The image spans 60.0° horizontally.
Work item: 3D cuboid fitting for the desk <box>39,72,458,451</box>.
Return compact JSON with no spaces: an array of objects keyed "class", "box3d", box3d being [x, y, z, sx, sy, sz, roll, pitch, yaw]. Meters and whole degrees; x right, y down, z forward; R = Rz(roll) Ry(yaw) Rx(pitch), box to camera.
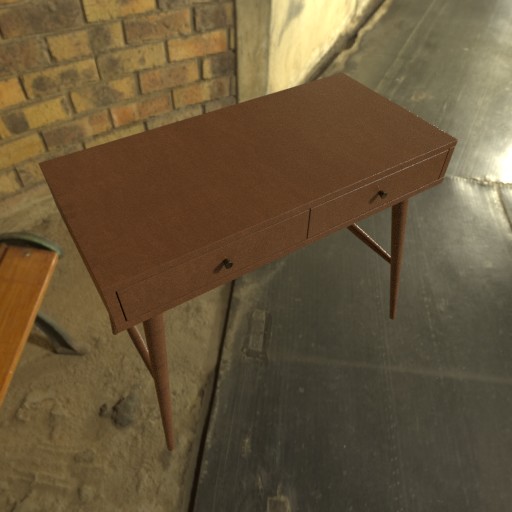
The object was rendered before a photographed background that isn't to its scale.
[{"class":"desk","box3d":[0.000,0.000,1.385,0.949,0.758,0.510,-24,51,-21]}]
